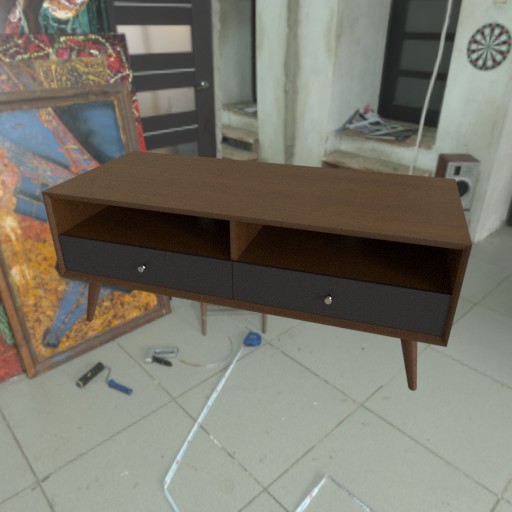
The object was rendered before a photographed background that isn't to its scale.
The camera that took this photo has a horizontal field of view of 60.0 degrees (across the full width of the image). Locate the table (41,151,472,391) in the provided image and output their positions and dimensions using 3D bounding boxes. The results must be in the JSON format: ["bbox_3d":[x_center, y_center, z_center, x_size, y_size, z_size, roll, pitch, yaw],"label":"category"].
[{"bbox_3d":[0.000,0.000,1.402,1.119,0.464,0.490,8,29,16],"label":"table"}]
